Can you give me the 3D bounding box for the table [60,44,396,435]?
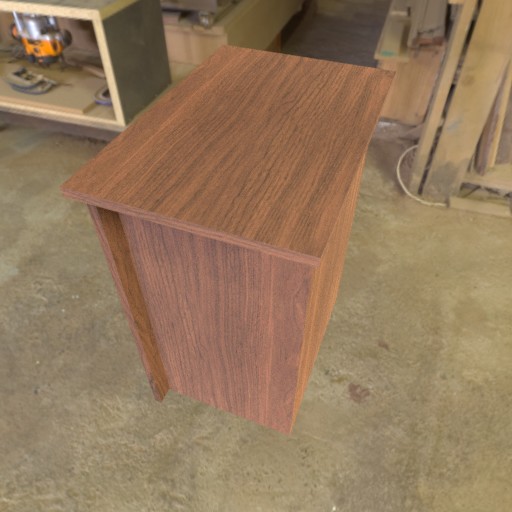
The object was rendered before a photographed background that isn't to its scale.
[{"bbox_3d":[0.000,0.000,1.055,0.406,0.711,0.589,16,48,15],"label":"table"}]
